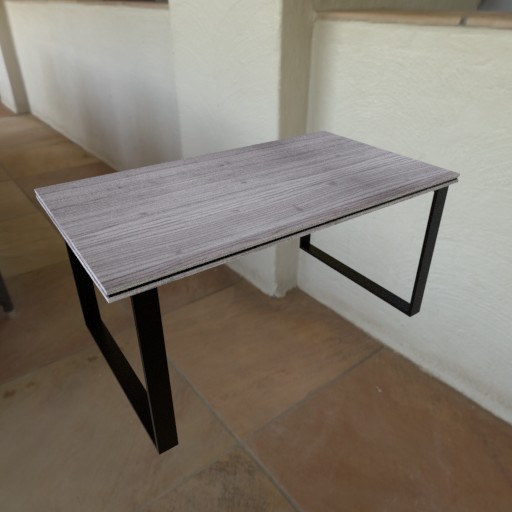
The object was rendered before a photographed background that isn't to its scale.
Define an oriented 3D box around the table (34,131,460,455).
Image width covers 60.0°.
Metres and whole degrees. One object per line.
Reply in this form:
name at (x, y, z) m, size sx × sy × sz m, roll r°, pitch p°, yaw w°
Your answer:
table at (0.000, 0.000, 2.061) m, size 1.579 × 0.736 × 0.881 m, roll -19°, pitch 36°, yaw -30°
